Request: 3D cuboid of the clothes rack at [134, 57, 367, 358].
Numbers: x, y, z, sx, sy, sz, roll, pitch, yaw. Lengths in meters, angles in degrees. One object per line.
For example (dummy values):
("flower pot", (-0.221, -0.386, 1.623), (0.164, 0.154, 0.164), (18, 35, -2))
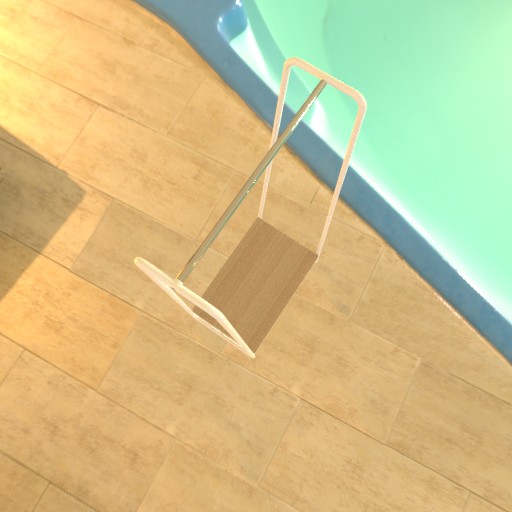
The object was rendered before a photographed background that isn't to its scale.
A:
("clothes rack", (0.000, 0.000, 1.733), (0.400, 1.500, 0.640), (33, 78, 8))
